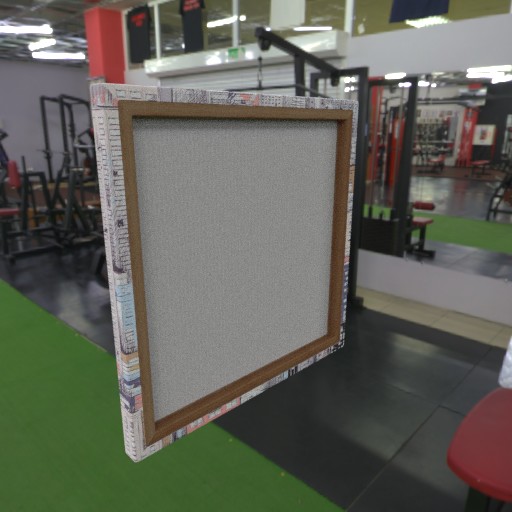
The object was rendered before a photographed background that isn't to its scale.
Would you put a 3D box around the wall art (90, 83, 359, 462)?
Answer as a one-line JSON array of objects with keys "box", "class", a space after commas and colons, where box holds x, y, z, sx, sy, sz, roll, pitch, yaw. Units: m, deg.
[{"box": [0.000, 0.000, 1.109, 0.761, 0.762, 0.048, -15, 22, -42], "class": "wall art"}]
